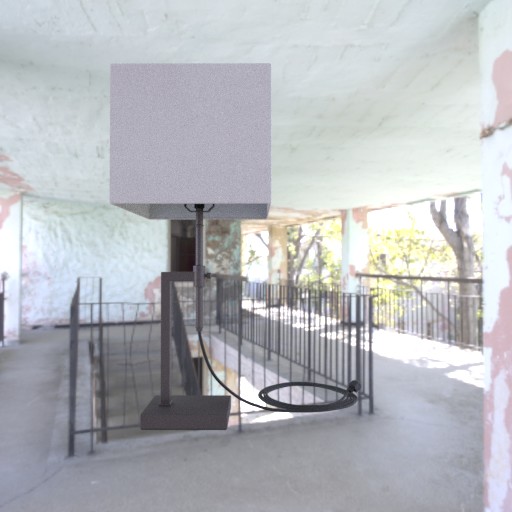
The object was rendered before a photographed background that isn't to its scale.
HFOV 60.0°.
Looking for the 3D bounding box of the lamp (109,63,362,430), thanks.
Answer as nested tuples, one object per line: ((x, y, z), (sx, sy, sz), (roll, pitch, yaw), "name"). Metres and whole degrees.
((0.000, 0.000, 0.960), (0.504, 0.660, 0.399), (0, -1, 0), "lamp")
